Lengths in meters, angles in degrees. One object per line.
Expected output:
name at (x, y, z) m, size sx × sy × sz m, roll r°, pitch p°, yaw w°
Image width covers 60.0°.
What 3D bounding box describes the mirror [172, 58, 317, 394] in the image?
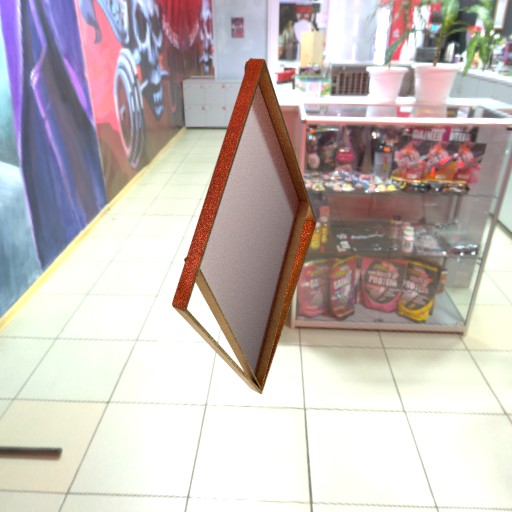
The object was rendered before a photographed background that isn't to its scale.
mirror at (0.000, 0.000, 0.833) m, size 0.032 × 0.679 × 0.419 m, roll 18°, pitch 32°, yaw 31°
